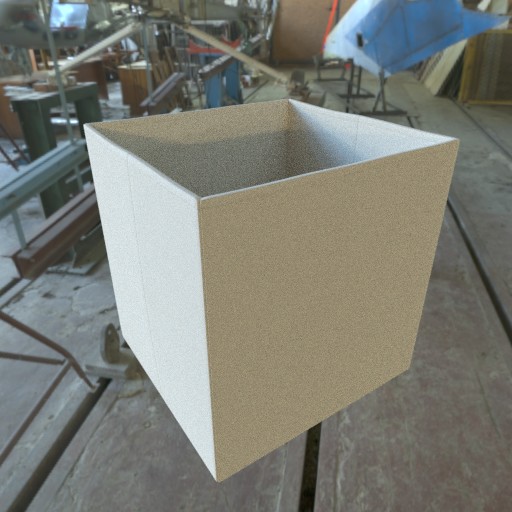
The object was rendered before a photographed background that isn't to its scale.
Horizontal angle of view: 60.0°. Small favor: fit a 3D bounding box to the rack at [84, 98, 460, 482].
[{"bbox_3d":[0.000,0.000,0.496,0.270,0.280,0.270,-18,34,-29],"label":"rack"}]
